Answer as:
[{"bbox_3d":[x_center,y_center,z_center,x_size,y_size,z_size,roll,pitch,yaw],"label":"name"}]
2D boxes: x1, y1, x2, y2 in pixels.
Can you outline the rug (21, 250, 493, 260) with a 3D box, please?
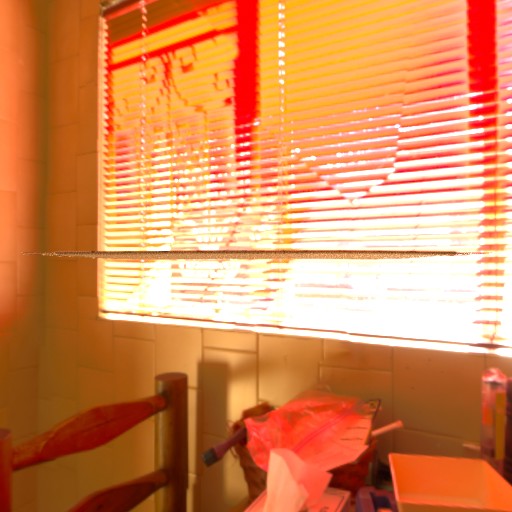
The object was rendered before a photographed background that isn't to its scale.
[{"bbox_3d":[0.000,0.000,3.256,2.615,0.029,1.664,0,-1,0],"label":"rug"}]
